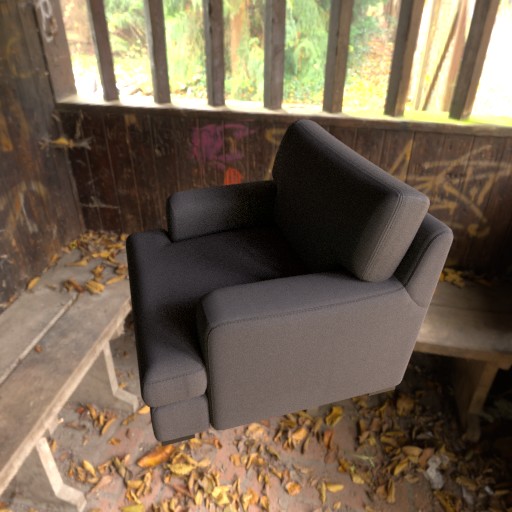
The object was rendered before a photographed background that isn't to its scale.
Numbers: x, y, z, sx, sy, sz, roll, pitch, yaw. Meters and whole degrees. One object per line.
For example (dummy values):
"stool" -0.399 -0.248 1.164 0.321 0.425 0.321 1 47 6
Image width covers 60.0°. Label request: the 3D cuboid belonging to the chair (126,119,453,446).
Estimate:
"chair" 0.000 0.000 2.010 1.143 0.940 1.168 -9 33 -14
